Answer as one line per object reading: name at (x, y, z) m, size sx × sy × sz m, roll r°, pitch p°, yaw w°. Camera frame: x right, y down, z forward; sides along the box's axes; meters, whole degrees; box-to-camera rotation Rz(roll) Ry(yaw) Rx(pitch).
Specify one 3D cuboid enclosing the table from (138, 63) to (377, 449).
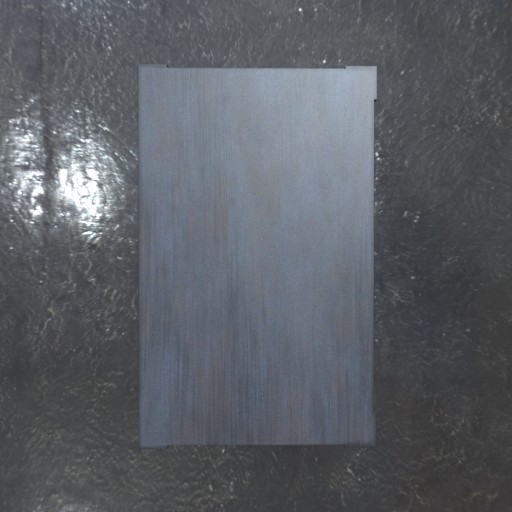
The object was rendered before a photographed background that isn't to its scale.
table at (0.000, 0.000, 1.090) m, size 0.413 × 0.660 × 0.660 m, roll 0°, pitch 90°, yaw -1°
